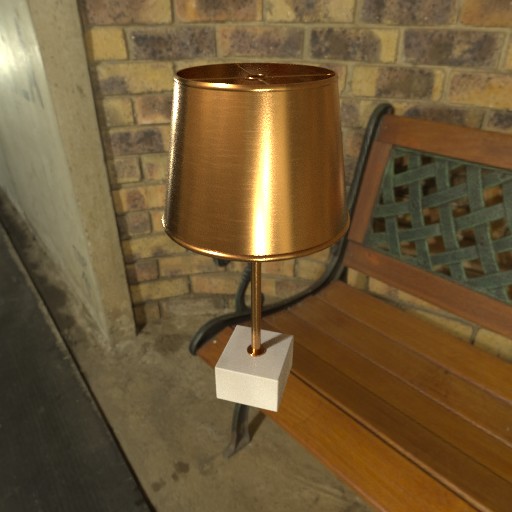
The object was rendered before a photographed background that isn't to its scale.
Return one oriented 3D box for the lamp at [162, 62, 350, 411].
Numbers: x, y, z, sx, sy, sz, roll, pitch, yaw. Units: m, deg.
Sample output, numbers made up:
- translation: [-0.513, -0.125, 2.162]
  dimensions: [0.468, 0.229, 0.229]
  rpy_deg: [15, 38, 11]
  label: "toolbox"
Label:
- translation: [0.000, 0.000, 0.526]
  dimensions: [0.208, 0.406, 0.208]
  rpy_deg: [0, 30, 0]
  label: "lamp"
